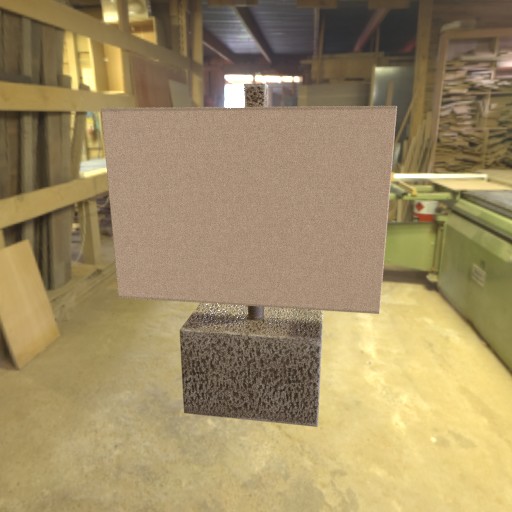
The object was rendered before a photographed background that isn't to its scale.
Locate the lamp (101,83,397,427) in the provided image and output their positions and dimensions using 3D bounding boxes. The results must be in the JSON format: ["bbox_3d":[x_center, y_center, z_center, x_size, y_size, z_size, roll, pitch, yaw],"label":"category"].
[{"bbox_3d":[0.000,0.000,0.568,0.294,0.411,0.180,3,16,9],"label":"lamp"}]
